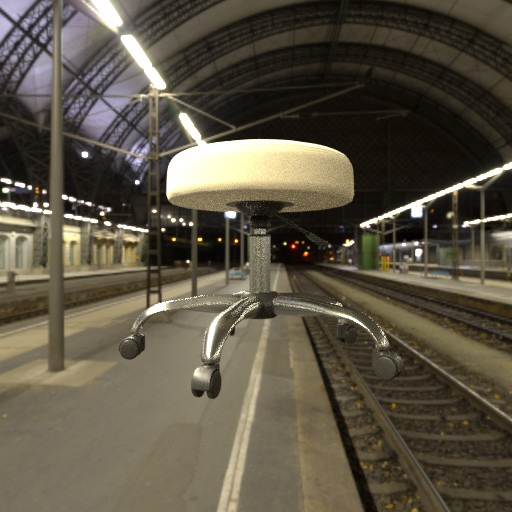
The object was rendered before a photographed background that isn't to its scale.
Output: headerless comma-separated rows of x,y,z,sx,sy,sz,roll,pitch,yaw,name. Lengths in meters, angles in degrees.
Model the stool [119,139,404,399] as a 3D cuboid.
0.000,0.000,1.073,0.634,0.482,0.614,0,0,-18,stool
